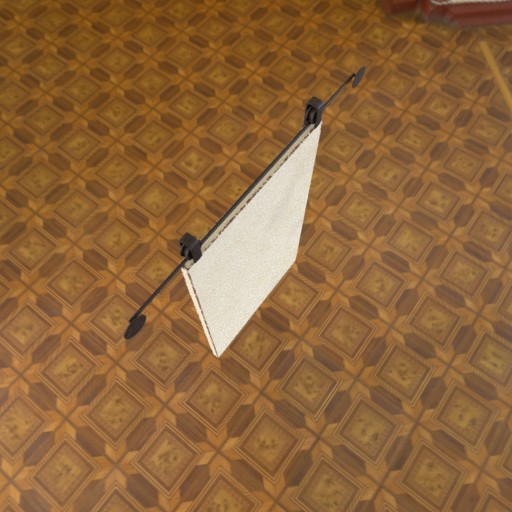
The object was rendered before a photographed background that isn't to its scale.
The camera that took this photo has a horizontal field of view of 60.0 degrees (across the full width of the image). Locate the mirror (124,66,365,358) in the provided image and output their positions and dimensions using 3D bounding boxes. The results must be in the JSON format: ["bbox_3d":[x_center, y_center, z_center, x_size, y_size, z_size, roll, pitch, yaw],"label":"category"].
[{"bbox_3d":[0.000,0.000,1.250,0.037,0.844,0.808,34,69,15],"label":"mirror"}]
